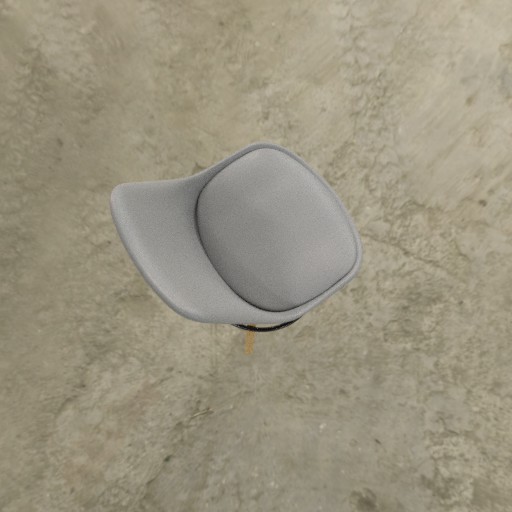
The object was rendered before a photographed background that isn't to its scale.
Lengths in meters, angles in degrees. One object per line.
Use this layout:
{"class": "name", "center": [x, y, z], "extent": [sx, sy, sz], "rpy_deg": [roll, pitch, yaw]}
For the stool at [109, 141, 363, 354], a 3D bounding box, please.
{"class": "stool", "center": [0.000, 0.000, 1.388], "extent": [0.550, 1.115, 0.485], "rpy_deg": [-34, 78, -8]}
